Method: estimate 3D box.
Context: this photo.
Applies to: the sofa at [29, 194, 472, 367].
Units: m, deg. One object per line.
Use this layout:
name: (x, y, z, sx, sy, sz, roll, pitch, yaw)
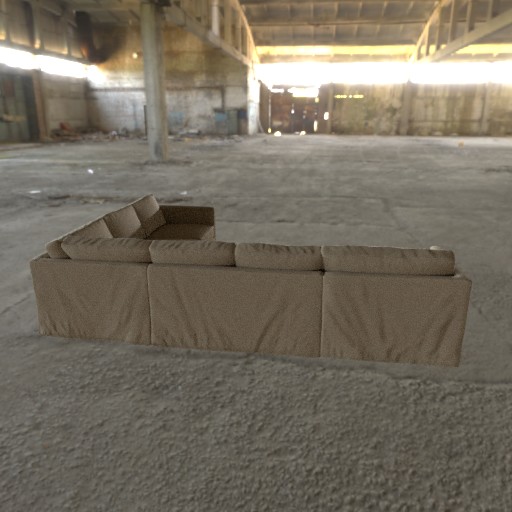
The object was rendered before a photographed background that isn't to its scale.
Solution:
sofa: (0.000, 0.000, 4.613, 3.528, 0.878, 2.476, 2, 18, 8)
